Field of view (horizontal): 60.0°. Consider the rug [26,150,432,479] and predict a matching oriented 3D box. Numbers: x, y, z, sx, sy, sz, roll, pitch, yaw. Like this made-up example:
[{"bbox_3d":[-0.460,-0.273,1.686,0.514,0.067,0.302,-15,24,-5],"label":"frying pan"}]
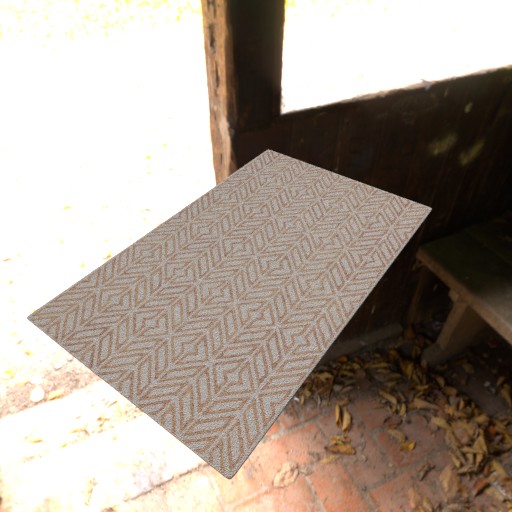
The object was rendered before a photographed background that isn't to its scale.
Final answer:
[{"bbox_3d":[0.000,0.000,2.956,1.523,0.008,2.438,26,49,26],"label":"rug"}]
